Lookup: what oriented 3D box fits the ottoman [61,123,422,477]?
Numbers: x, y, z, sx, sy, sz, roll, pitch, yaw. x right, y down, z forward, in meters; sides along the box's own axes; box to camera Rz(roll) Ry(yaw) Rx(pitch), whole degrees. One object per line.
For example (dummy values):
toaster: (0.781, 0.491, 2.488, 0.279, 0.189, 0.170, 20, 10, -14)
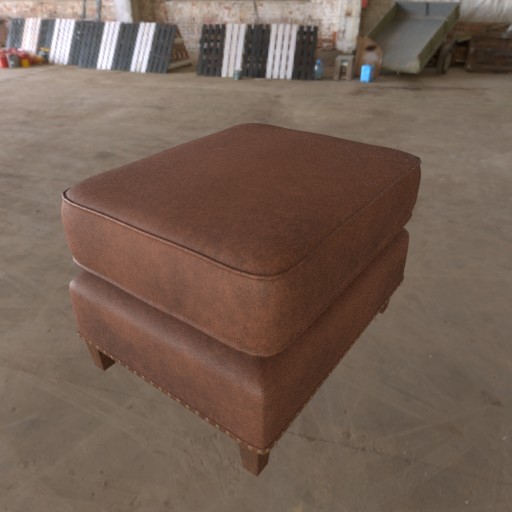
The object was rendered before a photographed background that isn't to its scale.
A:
ottoman: (0.000, 0.000, 1.133, 0.589, 0.537, 0.738, 21, 37, 30)
